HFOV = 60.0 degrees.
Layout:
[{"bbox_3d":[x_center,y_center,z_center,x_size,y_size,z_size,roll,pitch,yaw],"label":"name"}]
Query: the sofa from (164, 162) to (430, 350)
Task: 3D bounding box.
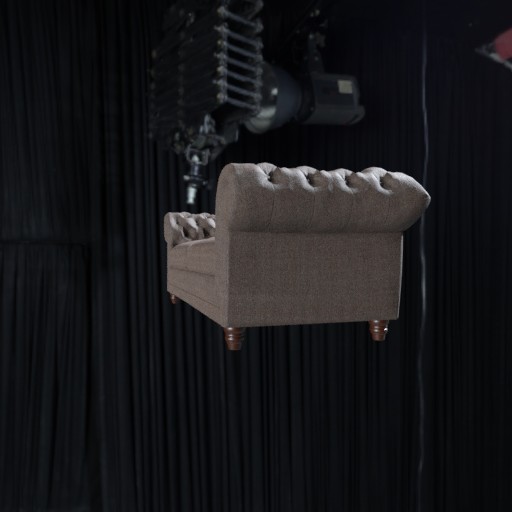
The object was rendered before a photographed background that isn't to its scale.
[{"bbox_3d":[0.000,0.000,2.879,0.944,0.787,2.385,0,0,-18],"label":"sofa"}]
